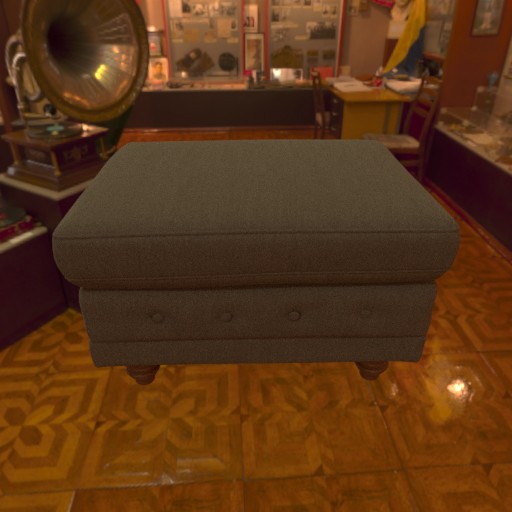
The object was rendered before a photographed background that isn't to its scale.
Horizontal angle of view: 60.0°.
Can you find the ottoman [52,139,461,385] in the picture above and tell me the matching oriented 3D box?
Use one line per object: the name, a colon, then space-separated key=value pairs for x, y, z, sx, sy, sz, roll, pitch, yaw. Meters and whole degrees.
ottoman: x=0.000 y=0.000 z=1.139 sx=0.771 sy=0.500 sz=0.569 roll=-1 pitch=30 yaw=-1
